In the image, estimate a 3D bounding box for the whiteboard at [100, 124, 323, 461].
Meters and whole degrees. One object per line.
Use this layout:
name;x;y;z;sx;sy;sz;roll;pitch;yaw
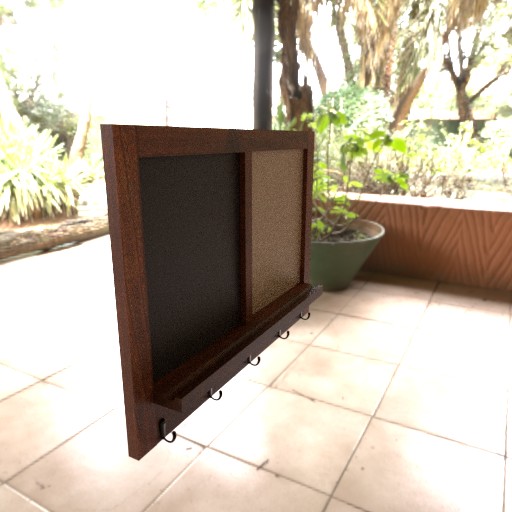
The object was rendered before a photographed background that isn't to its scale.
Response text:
whiteboard;0.000;0.000;1.003;0.083;0.553;0.768;8;17;28
